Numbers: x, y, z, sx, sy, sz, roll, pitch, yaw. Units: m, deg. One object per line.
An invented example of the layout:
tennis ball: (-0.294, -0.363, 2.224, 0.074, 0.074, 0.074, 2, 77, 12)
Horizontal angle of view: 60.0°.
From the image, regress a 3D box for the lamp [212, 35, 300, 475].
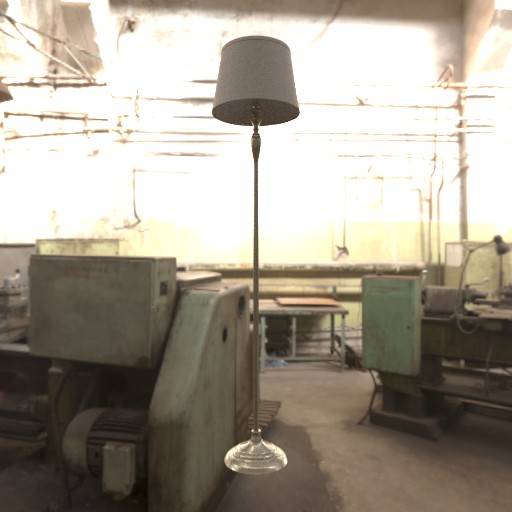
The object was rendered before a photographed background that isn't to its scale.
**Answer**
lamp: (0.000, 0.000, 1.641, 0.327, 1.506, 0.327, 0, 0, 0)
